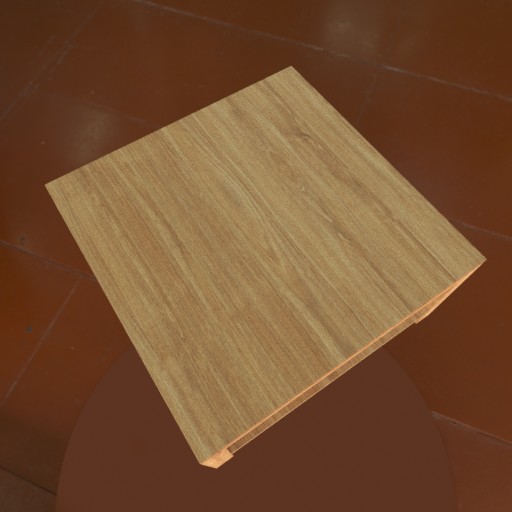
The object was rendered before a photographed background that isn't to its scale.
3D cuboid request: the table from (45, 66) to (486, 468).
[{"bbox_3d":[0.000,0.000,1.454,0.900,0.450,0.900,-31,67,-15],"label":"table"}]
